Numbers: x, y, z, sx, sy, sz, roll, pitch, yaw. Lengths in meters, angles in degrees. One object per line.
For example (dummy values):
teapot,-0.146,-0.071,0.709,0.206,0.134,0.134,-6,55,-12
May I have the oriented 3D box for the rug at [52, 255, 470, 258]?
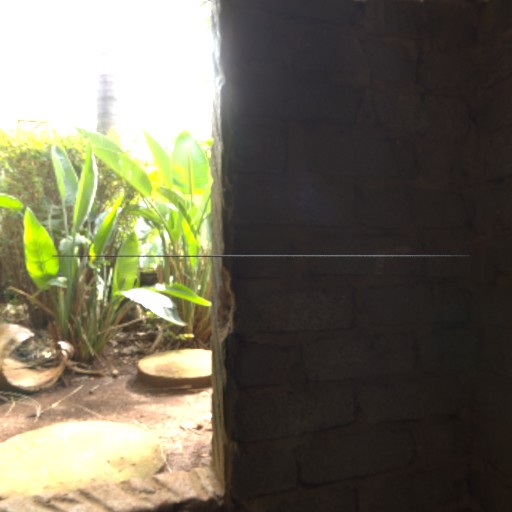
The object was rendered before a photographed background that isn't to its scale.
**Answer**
rug,0.000,0.000,2.912,2.286,0.006,1.522,0,0,36
